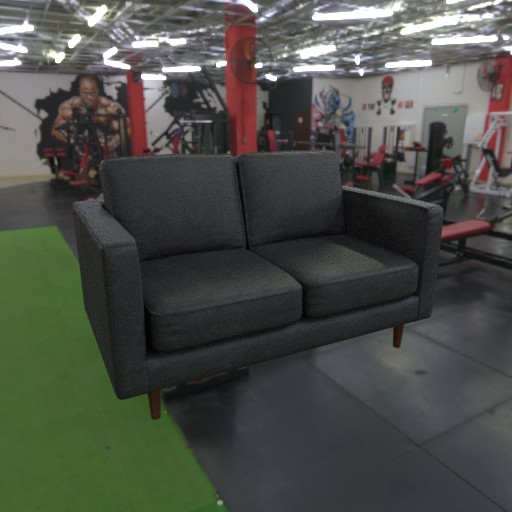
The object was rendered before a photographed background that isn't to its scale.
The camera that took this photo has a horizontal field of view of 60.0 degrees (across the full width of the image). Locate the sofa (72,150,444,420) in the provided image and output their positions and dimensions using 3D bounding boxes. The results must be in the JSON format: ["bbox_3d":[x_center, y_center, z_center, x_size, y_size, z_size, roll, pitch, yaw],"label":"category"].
[{"bbox_3d":[0.000,0.000,2.015,1.430,0.899,0.879,-8,19,-26],"label":"sofa"}]
